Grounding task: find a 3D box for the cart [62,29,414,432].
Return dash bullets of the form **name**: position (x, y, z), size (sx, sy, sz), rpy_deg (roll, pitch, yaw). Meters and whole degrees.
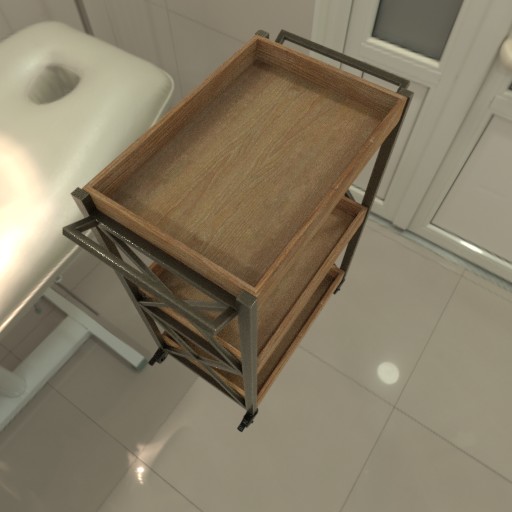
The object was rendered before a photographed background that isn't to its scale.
- **cart**: position (0.000, 0.000, 1.164), size (0.377, 0.835, 0.673), rpy_deg (31, 64, 17)
